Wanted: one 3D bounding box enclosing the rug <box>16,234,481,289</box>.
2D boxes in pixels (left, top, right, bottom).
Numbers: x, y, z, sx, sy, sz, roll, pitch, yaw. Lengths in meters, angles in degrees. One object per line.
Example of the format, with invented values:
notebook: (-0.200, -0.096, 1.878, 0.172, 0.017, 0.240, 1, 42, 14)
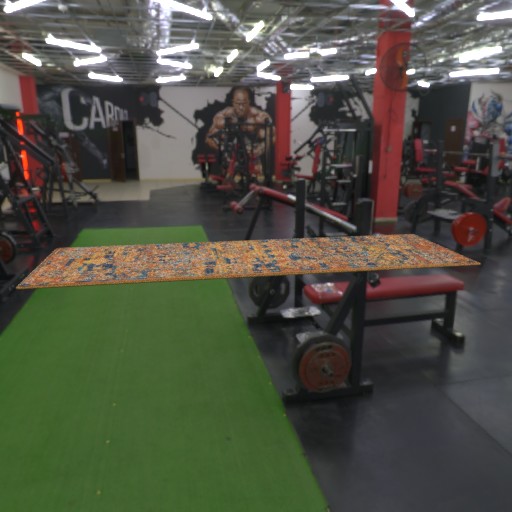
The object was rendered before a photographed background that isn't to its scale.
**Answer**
rug: (0.000, 0.000, 1.973, 1.820, 0.013, 0.556, -3, 16, -9)
